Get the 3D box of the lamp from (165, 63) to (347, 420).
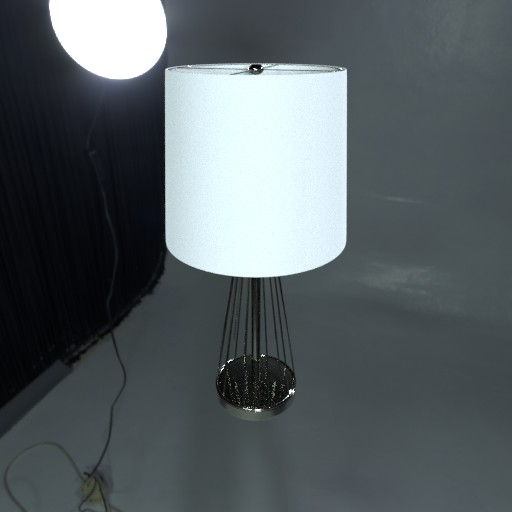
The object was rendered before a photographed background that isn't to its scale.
[{"bbox_3d":[0.000,0.000,0.776,0.303,0.618,0.303,0,26,0],"label":"lamp"}]
